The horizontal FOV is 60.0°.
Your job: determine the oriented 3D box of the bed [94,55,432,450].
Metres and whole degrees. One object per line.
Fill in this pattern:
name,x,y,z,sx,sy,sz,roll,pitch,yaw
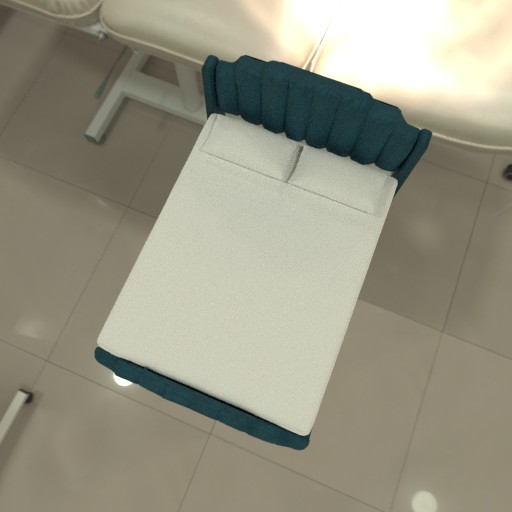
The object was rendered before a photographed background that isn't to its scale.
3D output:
bed,0.000,0.000,3.274,1.676,1.351,2.322,22,75,6
